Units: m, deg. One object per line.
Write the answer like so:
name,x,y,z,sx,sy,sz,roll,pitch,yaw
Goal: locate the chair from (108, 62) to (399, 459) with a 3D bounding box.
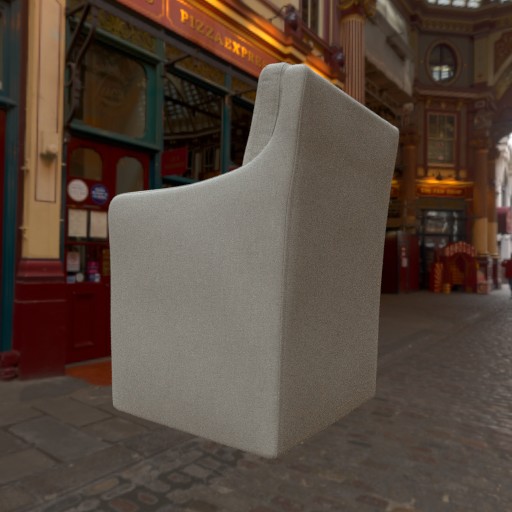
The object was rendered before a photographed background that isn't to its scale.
chair,0.000,0.000,1.357,0.694,0.914,0.626,0,-1,37
